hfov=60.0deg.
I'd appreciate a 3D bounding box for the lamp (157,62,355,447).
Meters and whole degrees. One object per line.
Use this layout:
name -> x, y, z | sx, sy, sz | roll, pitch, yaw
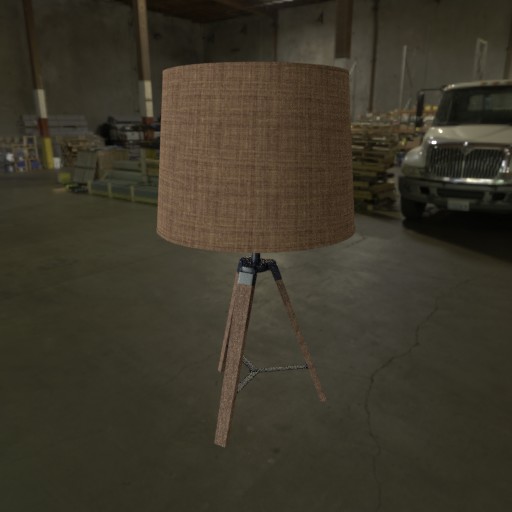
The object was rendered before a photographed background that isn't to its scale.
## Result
lamp -> 0.000, 0.000, 0.673 | 0.290, 0.514, 0.290 | 0, 17, 0
